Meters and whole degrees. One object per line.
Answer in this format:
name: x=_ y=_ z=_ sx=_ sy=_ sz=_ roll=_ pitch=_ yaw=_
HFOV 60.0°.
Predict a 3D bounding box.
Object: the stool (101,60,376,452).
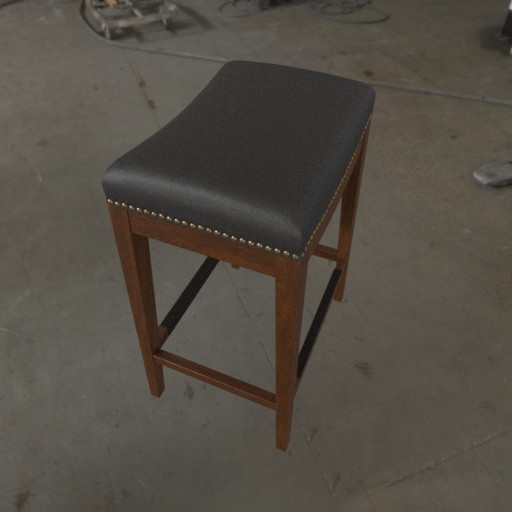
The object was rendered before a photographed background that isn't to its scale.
stool: x=0.000 y=0.000 z=0.963 sx=0.353 sy=0.664 sz=0.490 roll=17 pitch=48 yaw=16
